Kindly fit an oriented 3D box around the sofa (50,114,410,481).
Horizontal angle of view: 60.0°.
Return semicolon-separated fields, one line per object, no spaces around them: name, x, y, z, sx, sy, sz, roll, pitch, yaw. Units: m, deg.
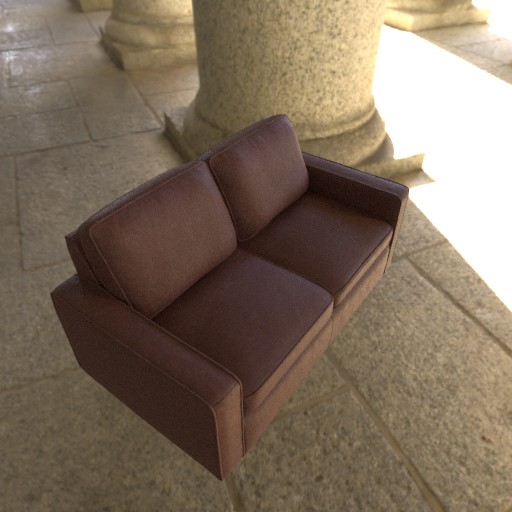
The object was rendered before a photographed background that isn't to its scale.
sofa;0.000;0.000;2.251;0.947;0.918;1.709;26;47;27
